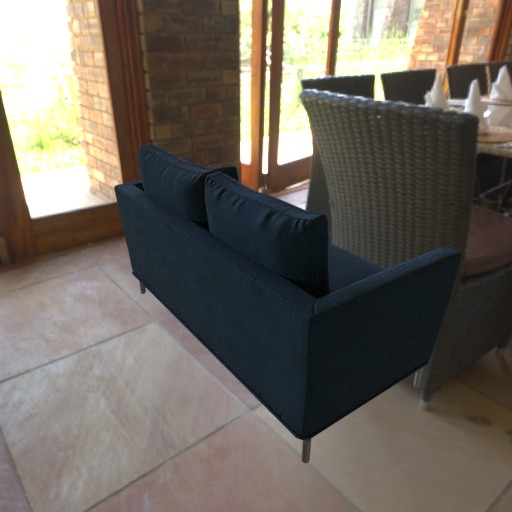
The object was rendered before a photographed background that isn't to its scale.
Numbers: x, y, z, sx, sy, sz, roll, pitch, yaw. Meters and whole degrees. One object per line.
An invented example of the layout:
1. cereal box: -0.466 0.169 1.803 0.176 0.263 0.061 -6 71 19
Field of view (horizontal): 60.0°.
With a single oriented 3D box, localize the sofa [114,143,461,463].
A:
1. sofa: 0.000 0.000 2.358 0.853 1.002 1.770 -18 31 -32
